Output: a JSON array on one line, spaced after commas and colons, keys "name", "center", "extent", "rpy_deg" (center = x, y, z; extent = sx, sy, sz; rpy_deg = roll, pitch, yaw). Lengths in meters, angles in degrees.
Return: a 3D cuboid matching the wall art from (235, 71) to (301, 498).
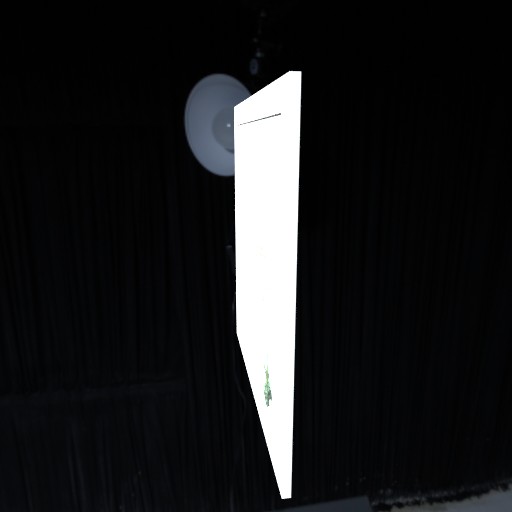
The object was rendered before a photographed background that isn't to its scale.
[{"name": "wall art", "center": [0.000, 0.000, 0.859], "extent": [0.013, 0.584, 0.584], "rpy_deg": [-2, 15, -9]}]
